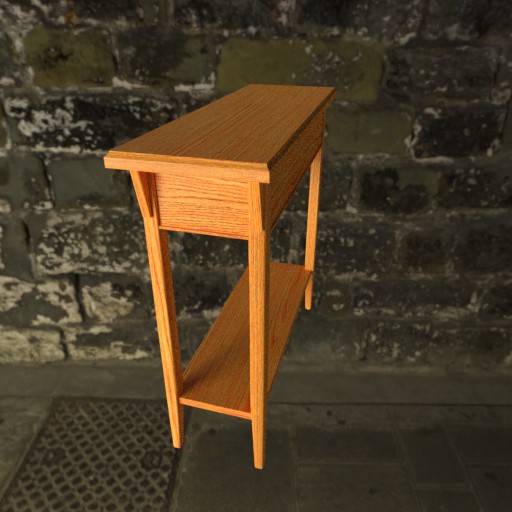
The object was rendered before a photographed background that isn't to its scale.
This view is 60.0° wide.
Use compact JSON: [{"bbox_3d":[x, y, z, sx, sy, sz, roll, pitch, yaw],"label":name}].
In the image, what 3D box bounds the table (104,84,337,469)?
[{"bbox_3d":[0.000,0.000,1.115,0.254,0.711,0.762,8,30,14],"label":"table"}]
